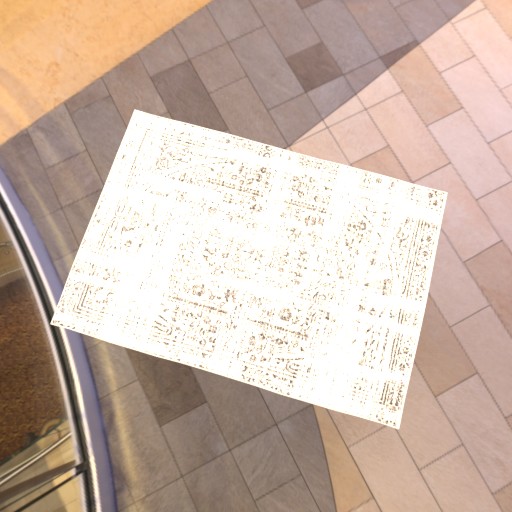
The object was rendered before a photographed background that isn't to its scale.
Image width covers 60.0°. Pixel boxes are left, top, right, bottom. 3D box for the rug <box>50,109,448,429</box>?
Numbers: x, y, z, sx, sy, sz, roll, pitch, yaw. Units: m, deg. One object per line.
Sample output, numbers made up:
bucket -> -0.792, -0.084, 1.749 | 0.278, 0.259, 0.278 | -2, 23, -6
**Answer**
rug -> 0.000, 0.000, 3.125 | 2.438, 0.026, 1.706 | 16, 77, 4
